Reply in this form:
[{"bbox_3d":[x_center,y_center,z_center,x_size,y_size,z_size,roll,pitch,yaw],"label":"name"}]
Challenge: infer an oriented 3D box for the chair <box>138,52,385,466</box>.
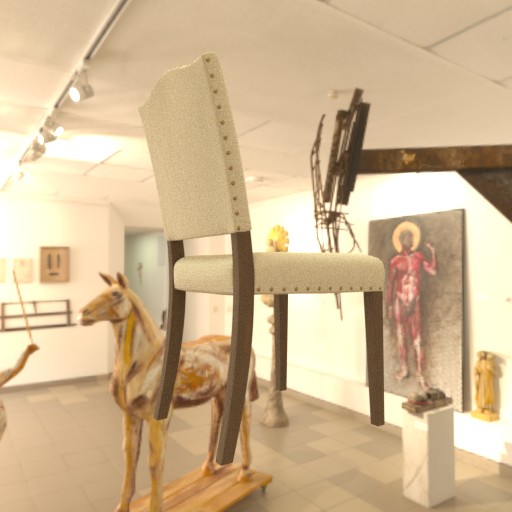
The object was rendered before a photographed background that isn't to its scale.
[{"bbox_3d":[0.000,0.000,1.376,0.619,1.015,0.508,1,-2,-35],"label":"chair"}]
